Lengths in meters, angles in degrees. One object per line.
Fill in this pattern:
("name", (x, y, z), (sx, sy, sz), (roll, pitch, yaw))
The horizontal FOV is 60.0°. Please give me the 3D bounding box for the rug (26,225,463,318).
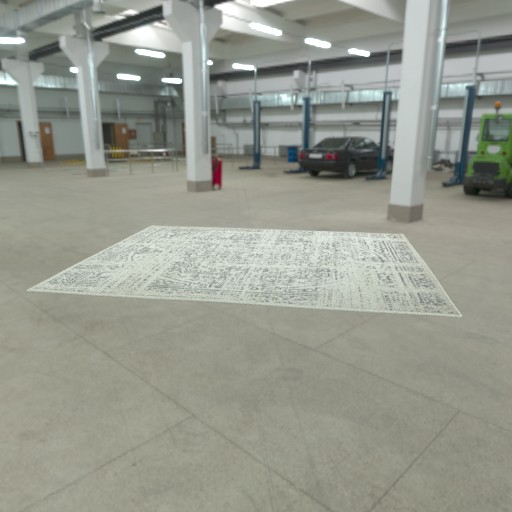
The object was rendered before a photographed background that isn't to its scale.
("rug", (0.000, 0.000, 3.985), (2.921, 0.032, 2.311), (2, 16, 9))
